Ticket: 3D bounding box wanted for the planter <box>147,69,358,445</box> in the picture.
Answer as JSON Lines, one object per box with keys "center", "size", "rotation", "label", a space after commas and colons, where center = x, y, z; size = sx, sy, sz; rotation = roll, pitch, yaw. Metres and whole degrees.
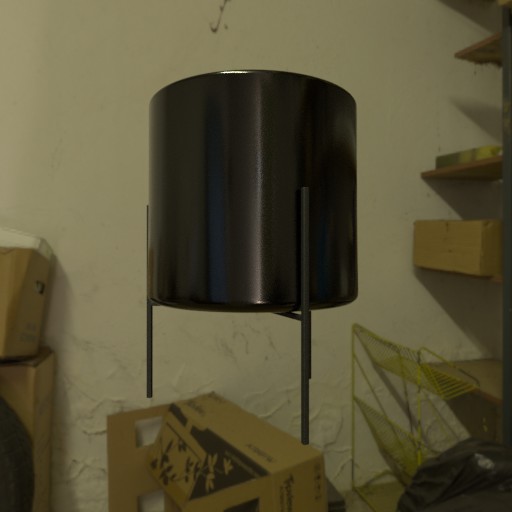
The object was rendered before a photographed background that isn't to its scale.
{"center": [0.000, 0.000, 0.656], "size": [0.310, 0.432, 0.310], "rotation": [0, 0, -37], "label": "planter"}
